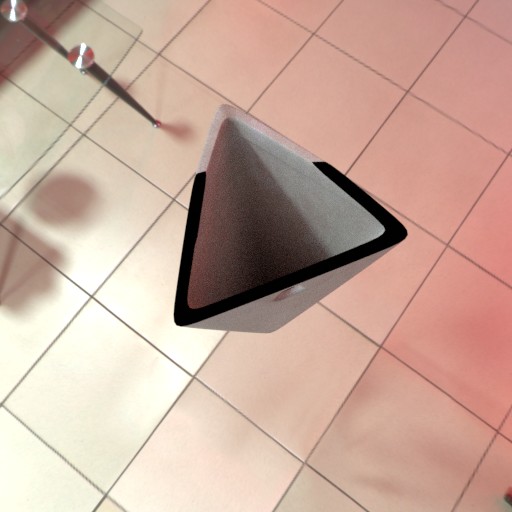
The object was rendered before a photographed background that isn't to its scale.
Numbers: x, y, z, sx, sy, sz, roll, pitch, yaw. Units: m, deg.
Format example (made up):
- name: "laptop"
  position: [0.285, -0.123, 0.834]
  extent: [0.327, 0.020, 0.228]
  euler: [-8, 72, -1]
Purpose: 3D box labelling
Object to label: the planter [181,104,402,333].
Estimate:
- name: "planter"
  position: [0.000, 0.000, 0.159]
  extent: [0.058, 0.130, 0.047]
  euler: [-20, 76, -5]
